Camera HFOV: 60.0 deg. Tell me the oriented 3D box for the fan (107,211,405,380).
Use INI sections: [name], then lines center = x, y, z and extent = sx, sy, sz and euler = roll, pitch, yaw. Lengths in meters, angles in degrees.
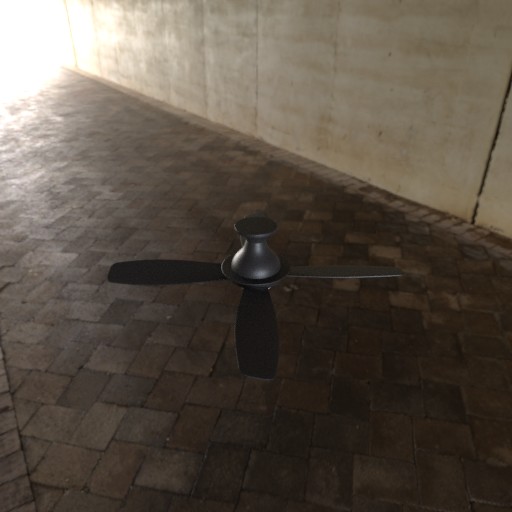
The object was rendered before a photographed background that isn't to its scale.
[fan]
center = 0.000, 0.000, 2.508
extent = 1.694, 0.382, 1.694
euler = 0, 29, 0
